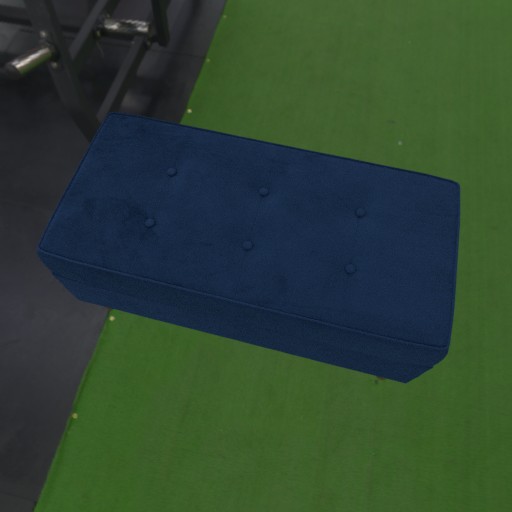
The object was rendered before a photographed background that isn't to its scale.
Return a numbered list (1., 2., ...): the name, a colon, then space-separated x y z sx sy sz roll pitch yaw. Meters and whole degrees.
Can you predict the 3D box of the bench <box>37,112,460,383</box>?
1. bench: 0.000 0.000 1.312 1.010 0.467 0.489 13 65 6
